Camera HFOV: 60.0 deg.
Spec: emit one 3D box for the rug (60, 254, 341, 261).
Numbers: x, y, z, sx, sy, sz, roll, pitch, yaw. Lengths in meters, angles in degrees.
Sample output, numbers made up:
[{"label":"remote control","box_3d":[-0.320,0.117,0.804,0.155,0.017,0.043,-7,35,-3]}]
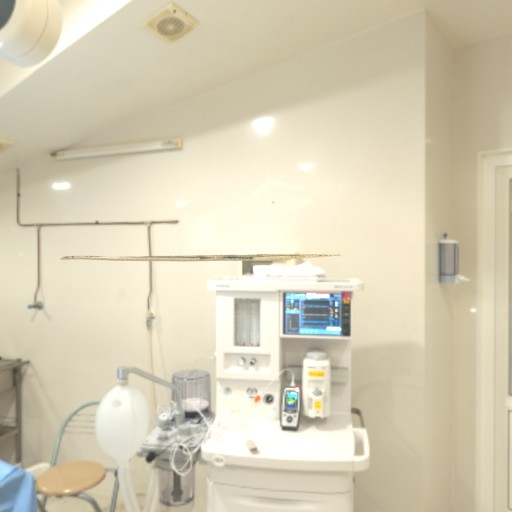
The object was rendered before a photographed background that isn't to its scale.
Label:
[{"label":"rug","box_3d":[0.000,0.000,2.492,0.692,0.017,2.301,0,1,17]}]
